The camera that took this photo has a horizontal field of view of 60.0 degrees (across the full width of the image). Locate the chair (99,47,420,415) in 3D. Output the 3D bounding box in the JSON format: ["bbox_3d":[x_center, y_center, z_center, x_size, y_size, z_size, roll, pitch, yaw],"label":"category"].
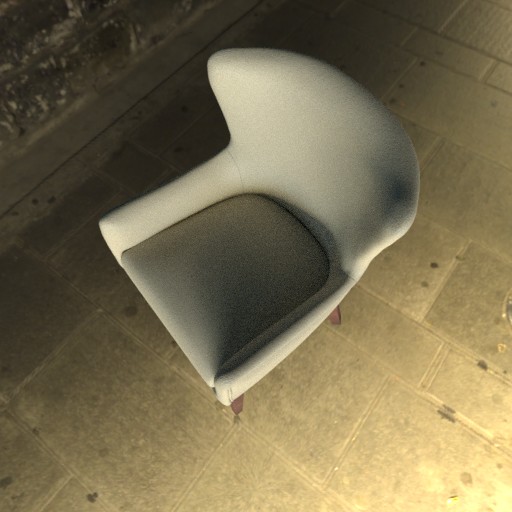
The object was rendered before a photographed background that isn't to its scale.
[{"bbox_3d":[0.000,0.000,1.365,0.686,0.952,0.660,-35,67,-17],"label":"chair"}]
